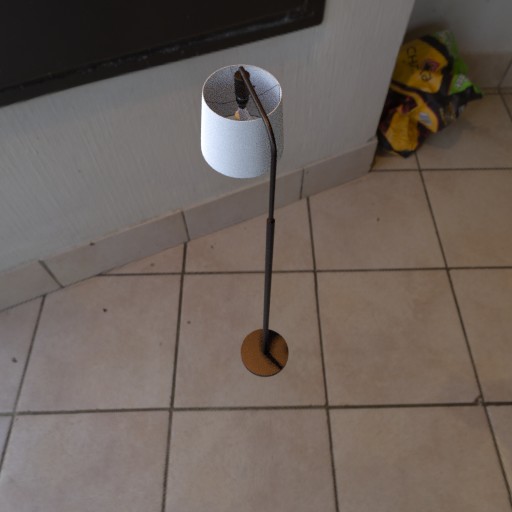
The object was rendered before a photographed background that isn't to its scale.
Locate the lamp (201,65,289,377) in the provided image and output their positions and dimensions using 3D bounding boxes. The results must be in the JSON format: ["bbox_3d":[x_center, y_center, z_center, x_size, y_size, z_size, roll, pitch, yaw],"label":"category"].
[{"bbox_3d":[0.000,0.000,1.696,0.254,1.478,0.508,-17,60,-10],"label":"lamp"}]
